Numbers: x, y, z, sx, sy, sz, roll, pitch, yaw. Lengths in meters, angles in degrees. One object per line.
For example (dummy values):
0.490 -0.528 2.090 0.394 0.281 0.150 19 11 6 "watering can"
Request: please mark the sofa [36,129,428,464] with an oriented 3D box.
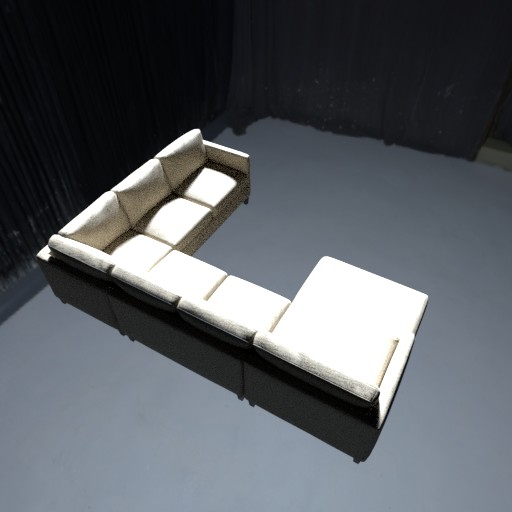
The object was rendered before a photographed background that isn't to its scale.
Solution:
0.000 0.000 4.597 3.460 0.959 2.593 22 49 20 "sofa"
